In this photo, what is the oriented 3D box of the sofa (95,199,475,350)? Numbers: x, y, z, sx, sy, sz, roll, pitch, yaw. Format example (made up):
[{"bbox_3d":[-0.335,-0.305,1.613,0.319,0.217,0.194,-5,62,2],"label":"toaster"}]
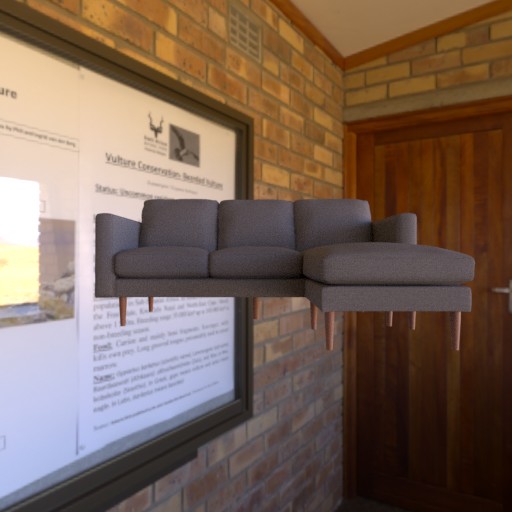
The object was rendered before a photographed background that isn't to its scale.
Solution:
[{"bbox_3d":[0.000,0.000,2.826,2.031,0.897,1.591,0,0,0],"label":"sofa"}]
